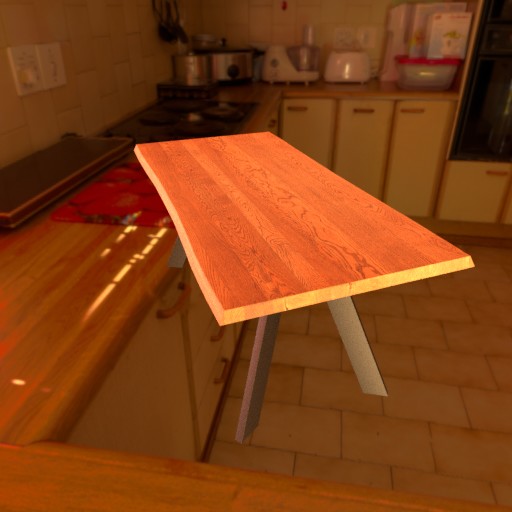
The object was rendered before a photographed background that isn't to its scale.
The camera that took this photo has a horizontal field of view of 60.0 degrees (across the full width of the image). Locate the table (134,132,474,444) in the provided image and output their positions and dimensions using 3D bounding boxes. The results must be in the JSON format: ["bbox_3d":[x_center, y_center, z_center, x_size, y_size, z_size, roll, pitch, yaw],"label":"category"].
[{"bbox_3d":[0.000,0.000,2.259,0.900,0.770,1.800,-11,31,-18],"label":"table"}]
